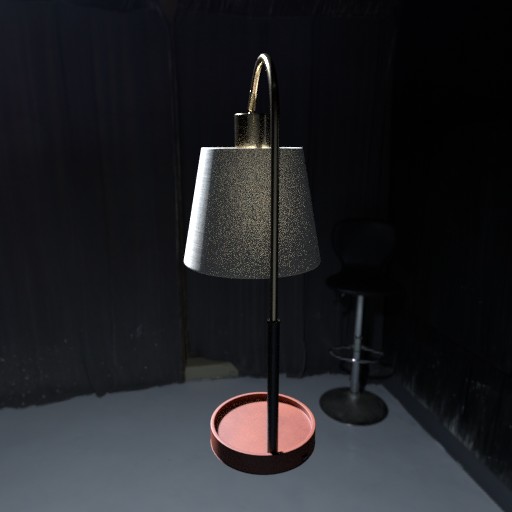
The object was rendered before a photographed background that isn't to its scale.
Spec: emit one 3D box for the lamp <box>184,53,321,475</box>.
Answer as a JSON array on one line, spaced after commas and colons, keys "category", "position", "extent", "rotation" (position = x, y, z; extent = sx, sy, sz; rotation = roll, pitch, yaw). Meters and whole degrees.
[{"category": "lamp", "position": [0.000, 0.000, 0.658], "extent": [0.211, 0.536, 0.273], "rotation": [-3, 14, -10]}]
